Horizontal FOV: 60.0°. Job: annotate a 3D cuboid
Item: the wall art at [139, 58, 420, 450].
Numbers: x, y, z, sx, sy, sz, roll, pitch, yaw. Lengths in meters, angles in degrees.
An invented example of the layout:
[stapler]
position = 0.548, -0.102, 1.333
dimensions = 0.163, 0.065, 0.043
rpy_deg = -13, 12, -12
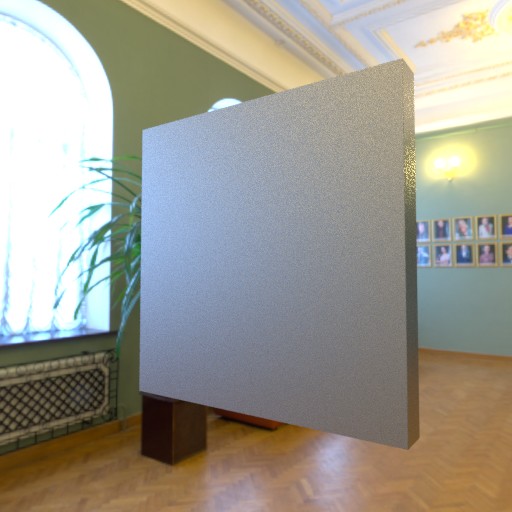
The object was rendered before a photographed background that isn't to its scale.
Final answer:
[wall art]
position = 0.000, 0.000, 0.509
dimensions = 0.350, 0.350, 0.038
rpy_deg = -2, -3, 35
